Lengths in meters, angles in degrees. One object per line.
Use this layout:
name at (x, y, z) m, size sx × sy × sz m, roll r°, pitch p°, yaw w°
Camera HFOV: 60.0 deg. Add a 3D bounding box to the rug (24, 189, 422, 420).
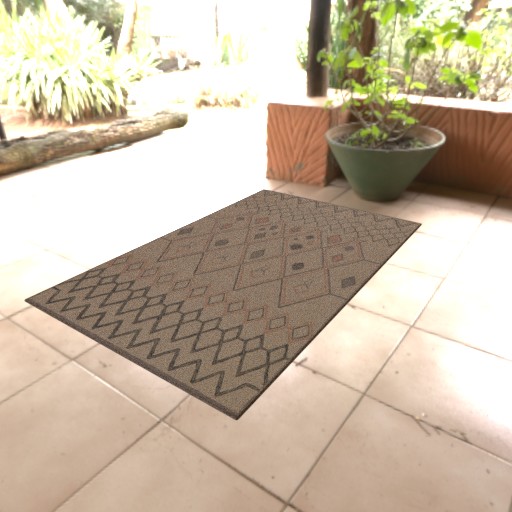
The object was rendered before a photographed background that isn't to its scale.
rug at (0.000, 0.000, 3.027) m, size 1.524 × 0.015 × 2.438 m, roll 18°, pitch 32°, yaw 31°
